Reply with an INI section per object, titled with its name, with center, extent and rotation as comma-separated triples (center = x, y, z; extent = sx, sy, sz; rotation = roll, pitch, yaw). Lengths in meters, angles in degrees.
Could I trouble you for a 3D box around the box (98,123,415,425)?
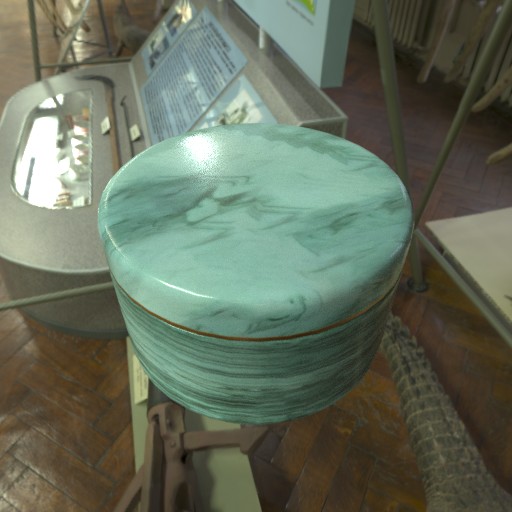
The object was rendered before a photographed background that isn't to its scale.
[box]
center = 0.000, 0.000, 0.163
extent = 0.101, 0.063, 0.101
rotation = 0, 41, 0
